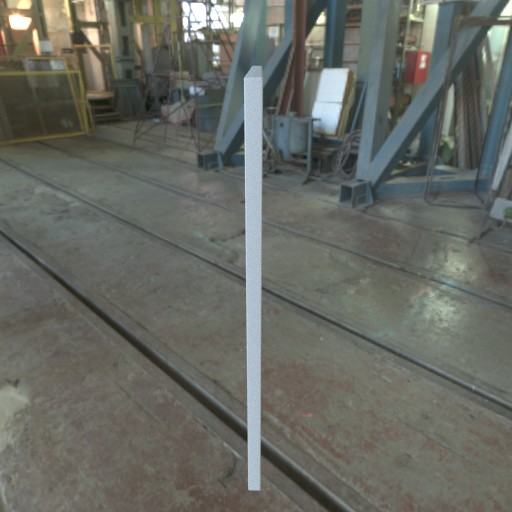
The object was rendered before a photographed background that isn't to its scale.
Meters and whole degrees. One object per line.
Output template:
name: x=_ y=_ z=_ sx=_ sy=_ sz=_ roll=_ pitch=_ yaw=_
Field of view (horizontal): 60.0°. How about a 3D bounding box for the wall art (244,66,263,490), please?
wall art: x=0.000 y=0.000 z=1.564 sx=0.038 sy=1.212 sz=0.914 roll=0 pitch=25 yaw=1
